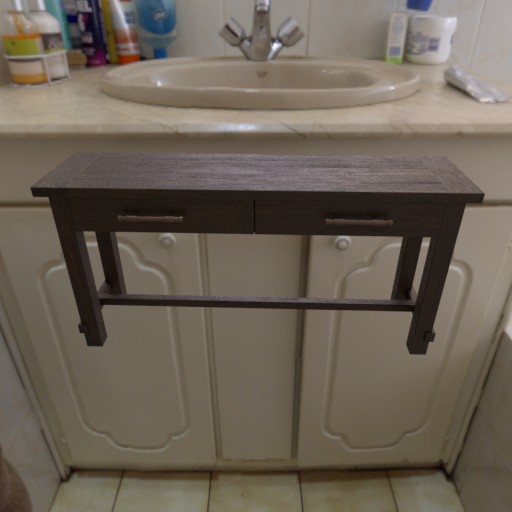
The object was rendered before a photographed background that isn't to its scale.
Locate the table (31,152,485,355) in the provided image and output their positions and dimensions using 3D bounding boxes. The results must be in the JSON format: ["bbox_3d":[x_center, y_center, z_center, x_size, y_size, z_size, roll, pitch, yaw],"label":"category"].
[{"bbox_3d":[0.000,0.000,1.912,1.599,0.762,0.442,1,31,2],"label":"table"}]
